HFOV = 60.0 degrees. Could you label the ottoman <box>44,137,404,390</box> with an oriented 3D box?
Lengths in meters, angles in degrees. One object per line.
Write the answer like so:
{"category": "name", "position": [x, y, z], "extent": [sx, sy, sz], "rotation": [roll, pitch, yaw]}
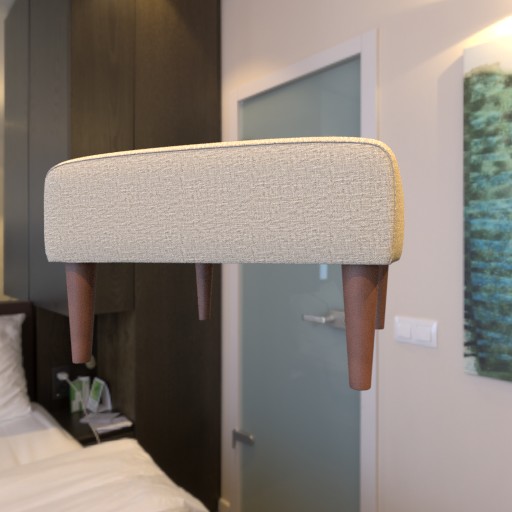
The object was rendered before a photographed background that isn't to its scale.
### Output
{"category": "ottoman", "position": [0.000, 0.000, 1.022], "extent": [0.649, 0.398, 0.650], "rotation": [0, 1, 18]}
